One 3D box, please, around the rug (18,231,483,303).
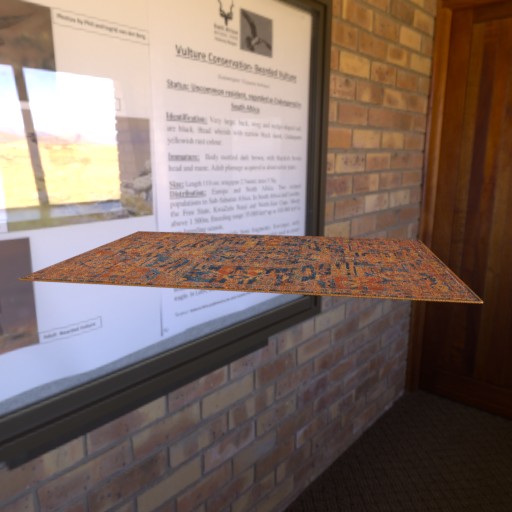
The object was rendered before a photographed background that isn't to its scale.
[{"bbox_3d":[0.000,0.000,2.196,1.758,0.013,1.148,2,13,9],"label":"rug"}]
